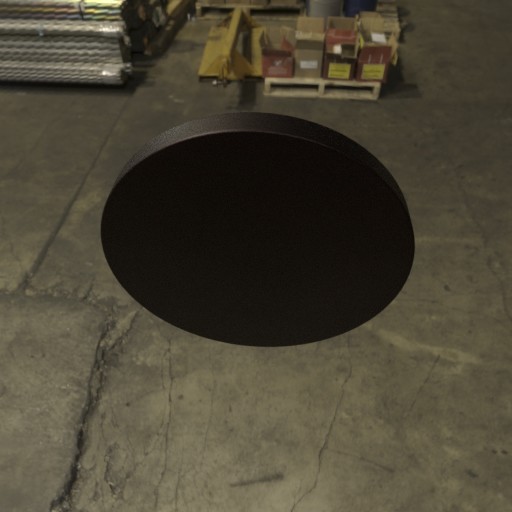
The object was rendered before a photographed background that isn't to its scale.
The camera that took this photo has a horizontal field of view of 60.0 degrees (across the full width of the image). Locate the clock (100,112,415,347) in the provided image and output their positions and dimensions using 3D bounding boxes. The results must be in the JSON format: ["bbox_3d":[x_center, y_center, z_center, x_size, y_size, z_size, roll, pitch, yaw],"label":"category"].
[{"bbox_3d":[0.000,0.000,0.464,0.314,0.314,0.029,3,47,3],"label":"clock"}]
